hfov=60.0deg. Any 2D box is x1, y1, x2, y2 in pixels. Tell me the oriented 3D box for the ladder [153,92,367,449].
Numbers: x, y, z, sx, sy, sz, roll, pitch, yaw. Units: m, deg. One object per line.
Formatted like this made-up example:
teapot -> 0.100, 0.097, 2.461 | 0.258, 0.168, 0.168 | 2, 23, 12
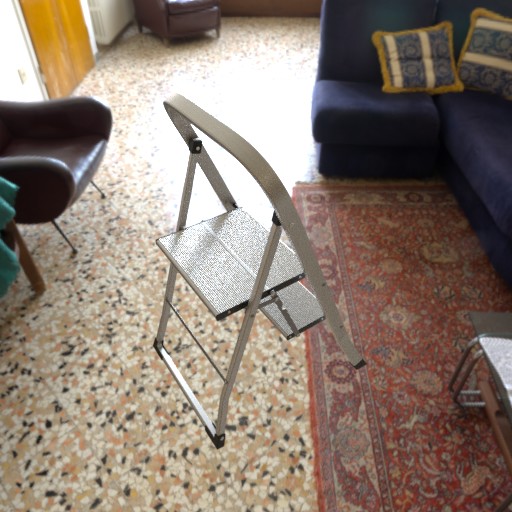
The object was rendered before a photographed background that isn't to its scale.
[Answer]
ladder -> 0.000, 0.000, 1.153 | 0.530, 0.830, 0.465 | -24, 47, -25
